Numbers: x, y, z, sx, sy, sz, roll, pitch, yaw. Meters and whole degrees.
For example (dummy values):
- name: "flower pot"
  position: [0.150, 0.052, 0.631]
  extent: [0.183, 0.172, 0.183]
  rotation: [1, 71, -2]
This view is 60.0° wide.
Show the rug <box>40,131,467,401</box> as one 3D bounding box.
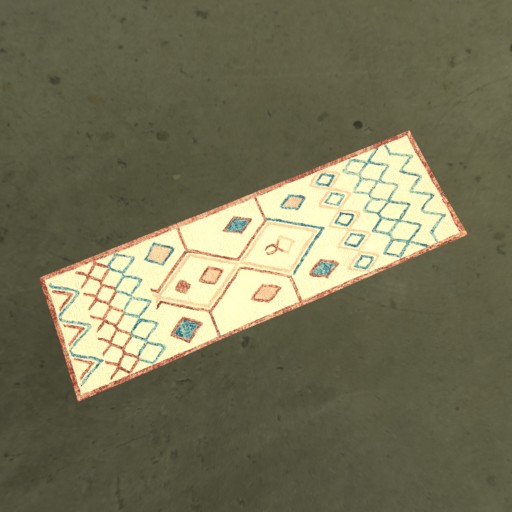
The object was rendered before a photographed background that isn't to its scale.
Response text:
- name: "rug"
  position: [0.000, 0.000, 2.622]
  extent: [2.435, 0.011, 0.750]
  rotation: [-22, 77, -5]
